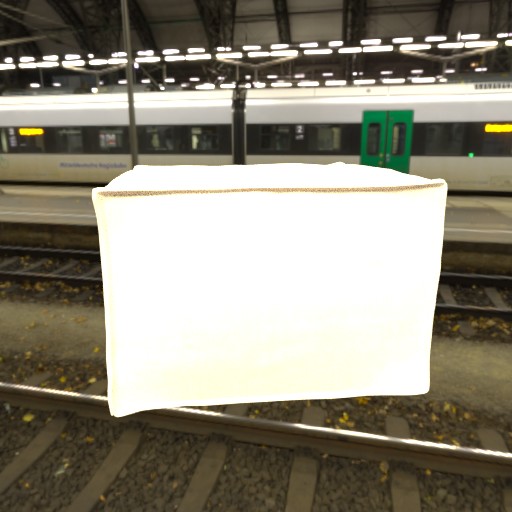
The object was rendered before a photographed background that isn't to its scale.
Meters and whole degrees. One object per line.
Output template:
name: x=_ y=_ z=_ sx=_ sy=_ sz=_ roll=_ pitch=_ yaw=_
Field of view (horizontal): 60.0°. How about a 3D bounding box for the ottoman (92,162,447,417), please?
ottoman: x=0.000 y=0.000 z=1.170 sx=0.696 sy=0.470 sz=0.707 roll=-2 pitch=14 yaw=-8
